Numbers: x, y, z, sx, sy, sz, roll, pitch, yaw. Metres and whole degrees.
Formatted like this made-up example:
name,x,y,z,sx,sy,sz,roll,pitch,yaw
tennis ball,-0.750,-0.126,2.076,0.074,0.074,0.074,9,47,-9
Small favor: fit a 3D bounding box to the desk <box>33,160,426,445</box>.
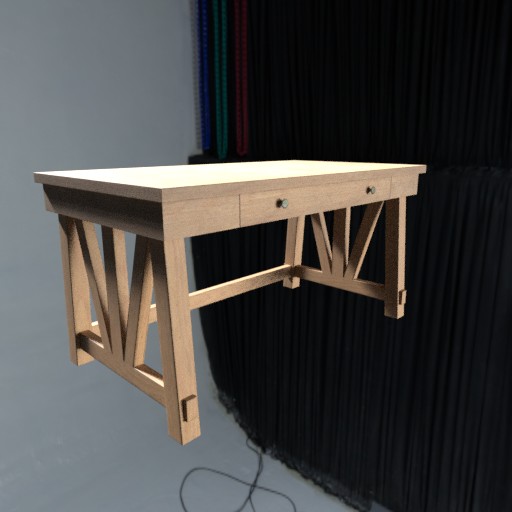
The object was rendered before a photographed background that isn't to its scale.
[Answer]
name,x,y,z,sx,sy,sz,roll,pitch,yaw
desk,0.000,0.000,1.962,0.813,0.762,1.499,14,20,42
